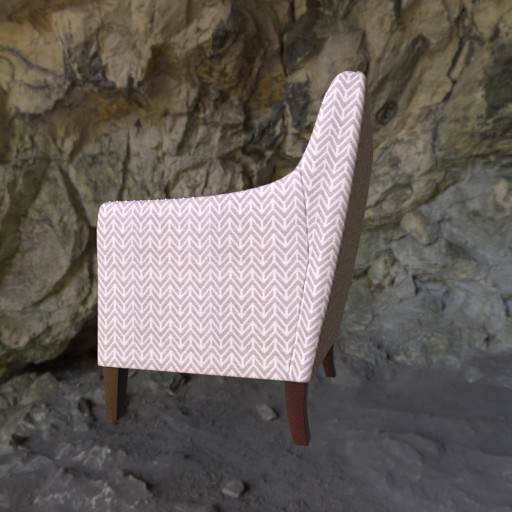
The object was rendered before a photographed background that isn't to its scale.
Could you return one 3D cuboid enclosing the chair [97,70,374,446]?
[{"bbox_3d":[0.000,0.000,1.295,0.651,0.816,0.623,0,0,16],"label":"chair"}]
